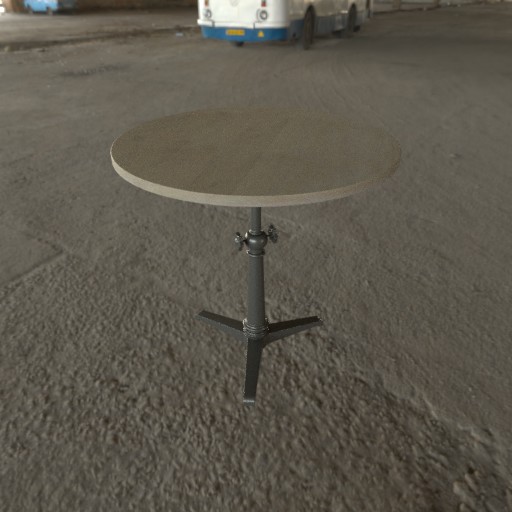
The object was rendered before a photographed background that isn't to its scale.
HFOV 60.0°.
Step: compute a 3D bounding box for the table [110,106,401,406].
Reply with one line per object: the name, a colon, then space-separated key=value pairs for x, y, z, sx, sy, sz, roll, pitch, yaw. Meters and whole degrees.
table: x=0.000 y=0.000 z=1.468 sx=0.800 sy=0.780 sz=0.800 roll=0 pitch=31 yaw=0
